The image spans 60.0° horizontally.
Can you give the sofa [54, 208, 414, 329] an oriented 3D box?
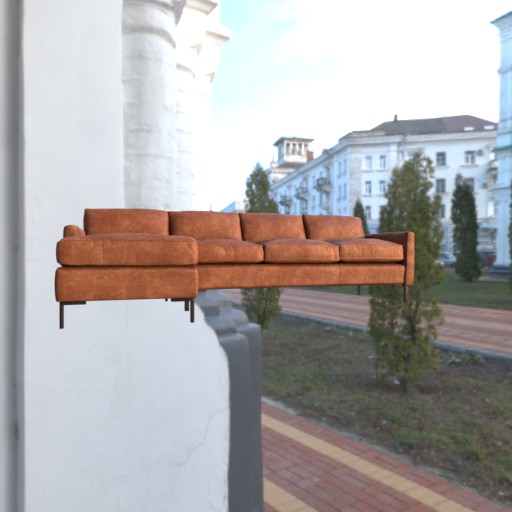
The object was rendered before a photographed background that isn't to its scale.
[{"bbox_3d":[0.000,0.000,3.740,2.993,0.859,1.471,0,0,-18],"label":"sofa"}]
